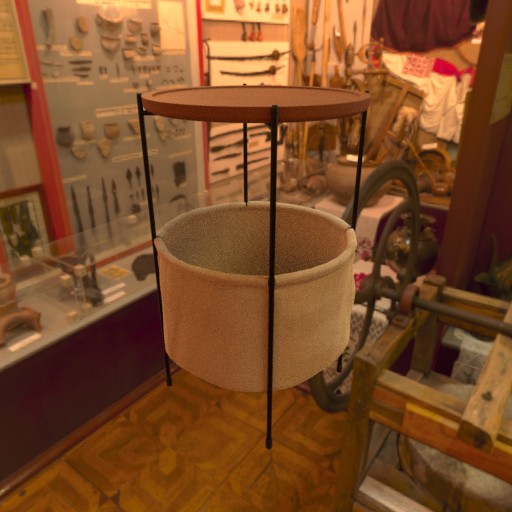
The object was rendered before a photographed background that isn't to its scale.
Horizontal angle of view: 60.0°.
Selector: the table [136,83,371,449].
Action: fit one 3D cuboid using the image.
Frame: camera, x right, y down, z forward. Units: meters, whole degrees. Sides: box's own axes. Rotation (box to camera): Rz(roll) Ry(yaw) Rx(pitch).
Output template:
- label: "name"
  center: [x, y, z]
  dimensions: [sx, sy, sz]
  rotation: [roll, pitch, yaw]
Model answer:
- label: "table"
  center: [0.000, 0.000, 0.893]
  dimensions: [0.393, 0.623, 0.393]
  rotation: [18, 31, 34]
